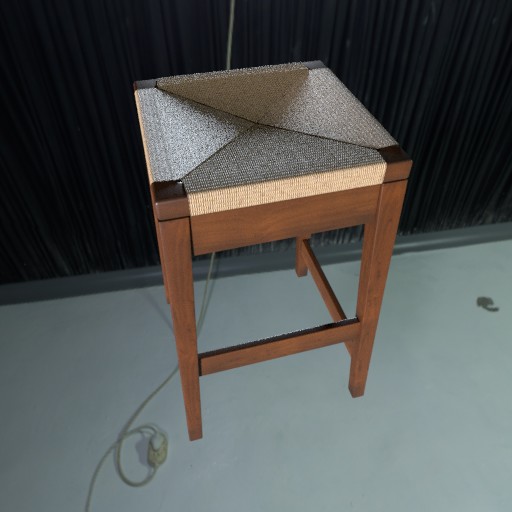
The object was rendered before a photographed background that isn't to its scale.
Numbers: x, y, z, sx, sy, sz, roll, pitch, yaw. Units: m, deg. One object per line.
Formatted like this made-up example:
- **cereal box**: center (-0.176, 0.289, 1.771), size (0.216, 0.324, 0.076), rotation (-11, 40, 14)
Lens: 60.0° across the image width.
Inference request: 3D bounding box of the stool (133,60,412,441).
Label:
- **stool**: center (0.000, 0.000, 1.109), size (0.497, 0.762, 0.507), rotation (-11, 47, -11)
